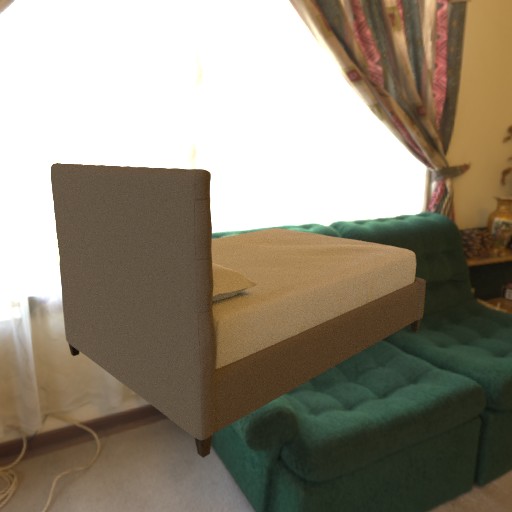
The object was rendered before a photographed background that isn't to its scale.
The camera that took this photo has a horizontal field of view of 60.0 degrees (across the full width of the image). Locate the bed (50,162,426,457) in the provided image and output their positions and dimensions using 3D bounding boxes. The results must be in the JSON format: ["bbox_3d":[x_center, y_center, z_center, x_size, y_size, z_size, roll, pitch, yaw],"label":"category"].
[{"bbox_3d":[0.000,0.000,3.426,2.387,1.427,1.698,-13,18,-43],"label":"bed"}]
